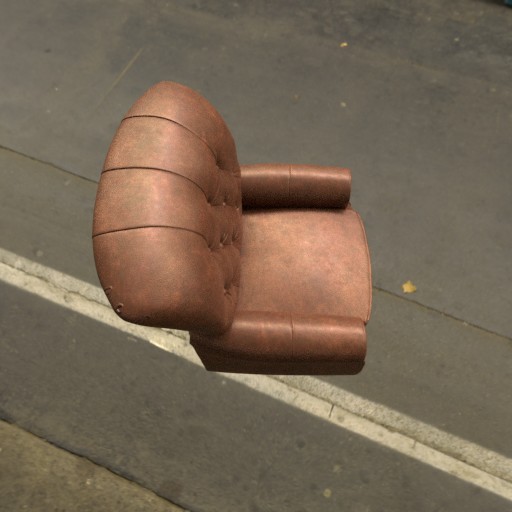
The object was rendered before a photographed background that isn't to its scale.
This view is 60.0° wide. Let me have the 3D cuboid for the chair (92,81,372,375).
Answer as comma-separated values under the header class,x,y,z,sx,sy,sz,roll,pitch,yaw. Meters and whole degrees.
class,x,y,z,sx,sy,sz,roll,pitch,yaw
chair,0.000,0.000,1.936,1.031,1.162,0.979,1,62,1
